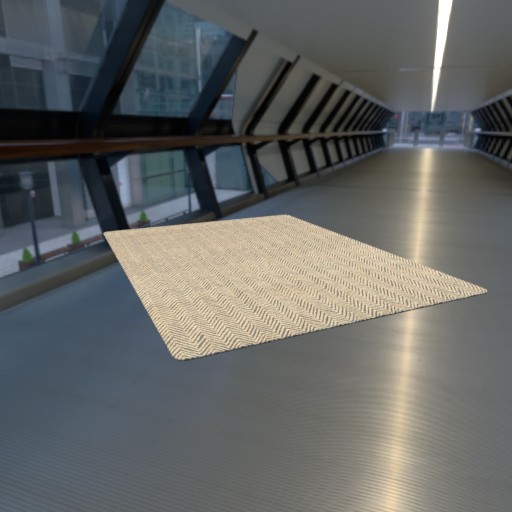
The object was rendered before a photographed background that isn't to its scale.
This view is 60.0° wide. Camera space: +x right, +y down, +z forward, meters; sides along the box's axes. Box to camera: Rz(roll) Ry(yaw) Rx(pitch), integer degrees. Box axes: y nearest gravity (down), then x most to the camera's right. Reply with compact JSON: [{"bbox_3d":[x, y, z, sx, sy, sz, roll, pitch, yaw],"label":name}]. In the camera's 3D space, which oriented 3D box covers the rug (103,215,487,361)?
[{"bbox_3d":[0.000,0.000,4.251,2.439,0.014,3.207,-8,18,-24],"label":"rug"}]
